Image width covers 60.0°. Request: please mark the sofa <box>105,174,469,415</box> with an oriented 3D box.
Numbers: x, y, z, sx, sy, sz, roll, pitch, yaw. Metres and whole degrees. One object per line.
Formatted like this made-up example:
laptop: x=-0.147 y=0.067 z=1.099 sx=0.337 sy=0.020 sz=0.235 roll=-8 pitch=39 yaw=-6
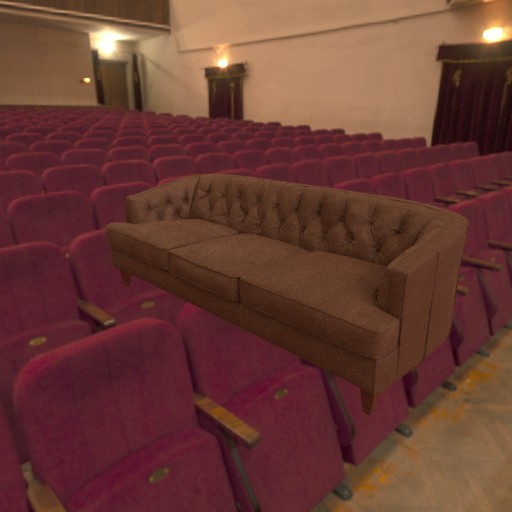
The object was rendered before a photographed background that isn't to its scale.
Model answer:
sofa: x=0.000 y=0.000 z=2.694 sx=0.927 sy=0.787 sz=2.227 roll=-17 pitch=24 yaw=-42
